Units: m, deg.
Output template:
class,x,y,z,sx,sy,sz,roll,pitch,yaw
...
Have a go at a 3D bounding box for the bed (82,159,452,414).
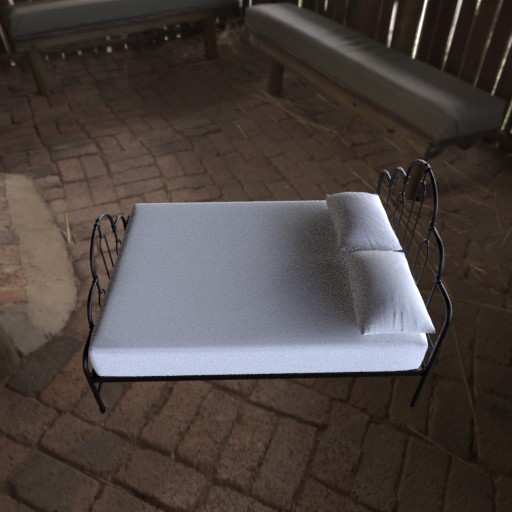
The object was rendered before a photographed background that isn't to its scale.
class,x,y,z,sx,sy,sz,roll,pitch,yaw
bed,0.000,0.000,3.209,2.181,1.444,1.626,-1,41,-1
